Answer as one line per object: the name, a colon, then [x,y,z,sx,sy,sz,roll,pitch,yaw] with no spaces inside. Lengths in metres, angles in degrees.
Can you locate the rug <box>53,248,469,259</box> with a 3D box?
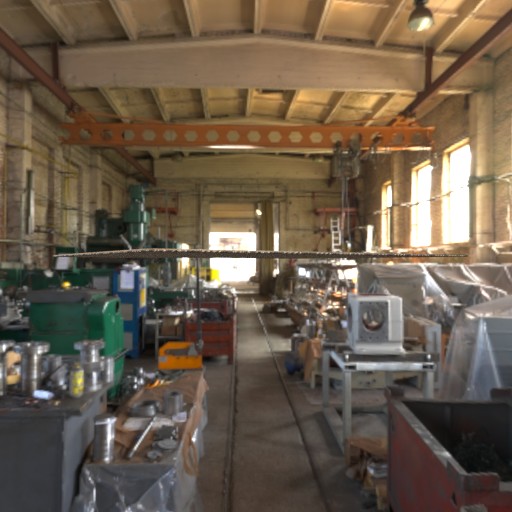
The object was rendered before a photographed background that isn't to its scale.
rug: [0.000,0.000,3.915,2.902,0.017,2.306,1,-1,-35]
